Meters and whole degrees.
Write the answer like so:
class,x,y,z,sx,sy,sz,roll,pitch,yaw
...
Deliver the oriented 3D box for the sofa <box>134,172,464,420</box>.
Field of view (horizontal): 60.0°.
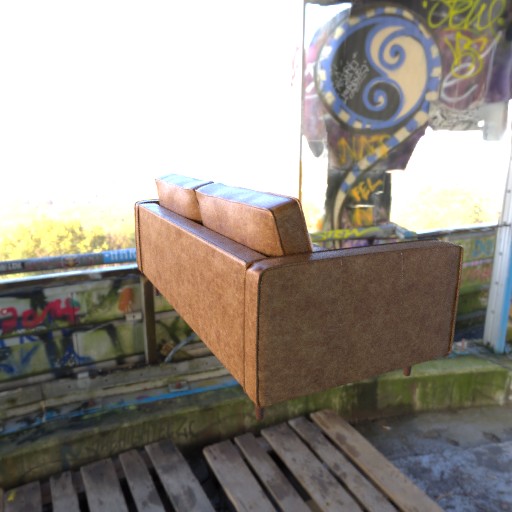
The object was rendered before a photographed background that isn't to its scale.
class,x,y,z,sx,sy,sz,roll,pitch,yaw
sofa,0.000,0.000,2.408,0.924,0.825,1.920,-7,16,-25
